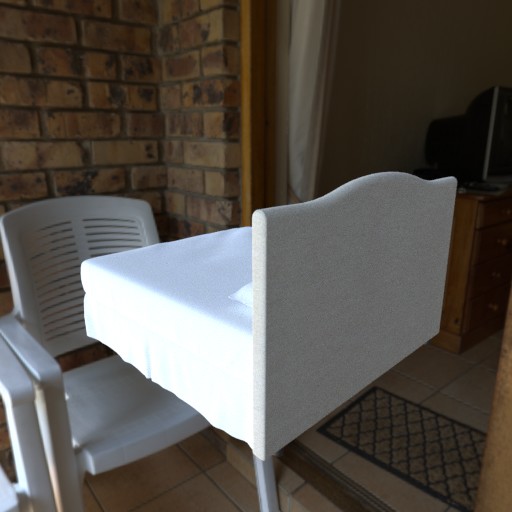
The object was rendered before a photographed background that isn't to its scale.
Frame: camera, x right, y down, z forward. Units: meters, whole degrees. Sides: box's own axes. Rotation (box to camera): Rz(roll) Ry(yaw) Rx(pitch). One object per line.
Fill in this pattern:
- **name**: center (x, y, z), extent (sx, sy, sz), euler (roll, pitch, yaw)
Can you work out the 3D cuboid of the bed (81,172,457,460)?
- **bed**: center (0.000, 0.000, 3.480), extent (2.182, 1.421, 2.083), euler (15, 22, 43)
